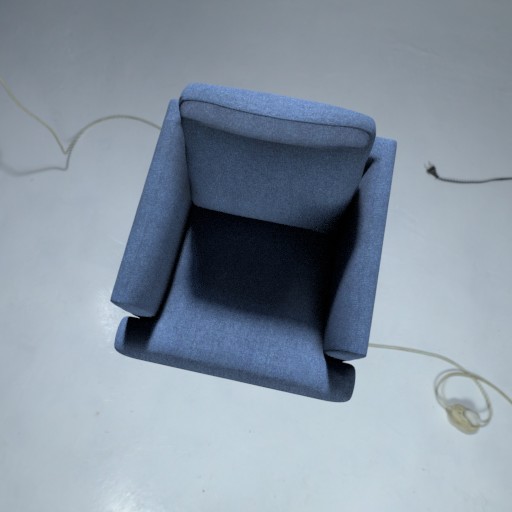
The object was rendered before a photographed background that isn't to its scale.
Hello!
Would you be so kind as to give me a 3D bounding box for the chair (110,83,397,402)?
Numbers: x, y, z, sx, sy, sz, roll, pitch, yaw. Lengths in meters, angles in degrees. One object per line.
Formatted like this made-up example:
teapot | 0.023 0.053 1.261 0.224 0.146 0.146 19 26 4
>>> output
chair | 0.000 0.000 1.637 0.858 0.957 0.899 12 75 3
